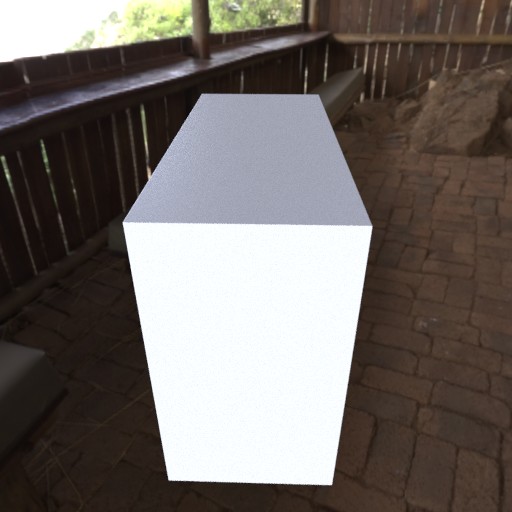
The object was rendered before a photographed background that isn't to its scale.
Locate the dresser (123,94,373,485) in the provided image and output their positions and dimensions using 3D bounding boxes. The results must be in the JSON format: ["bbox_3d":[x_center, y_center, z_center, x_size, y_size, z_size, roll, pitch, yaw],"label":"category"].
[{"bbox_3d":[0.000,0.000,1.498,0.460,0.820,1.100,1,32,1],"label":"dresser"}]
